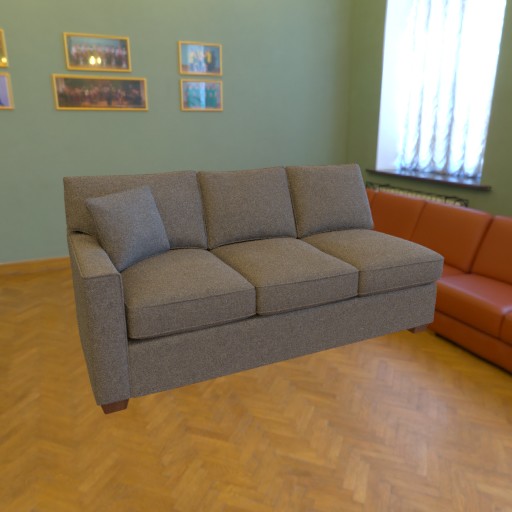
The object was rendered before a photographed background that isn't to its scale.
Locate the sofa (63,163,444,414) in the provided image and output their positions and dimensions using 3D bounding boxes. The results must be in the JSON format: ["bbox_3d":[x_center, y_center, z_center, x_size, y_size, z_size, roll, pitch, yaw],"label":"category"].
[{"bbox_3d":[0.000,0.000,2.569,1.963,0.946,1.034,-8,18,-25],"label":"sofa"}]
